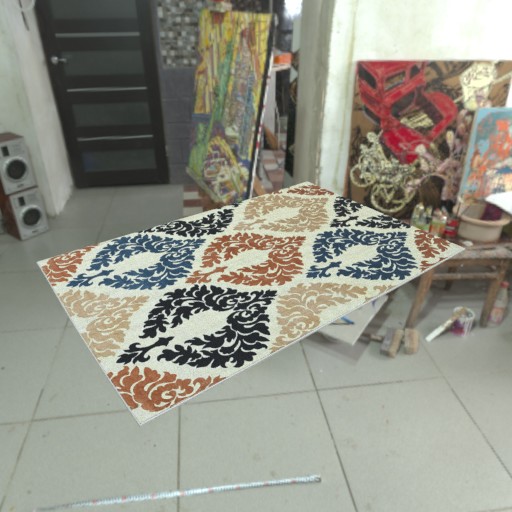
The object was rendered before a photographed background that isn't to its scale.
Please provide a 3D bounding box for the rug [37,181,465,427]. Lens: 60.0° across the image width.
[{"bbox_3d":[0.000,0.000,2.801,2.275,0.014,1.514,-21,37,-31],"label":"rug"}]
